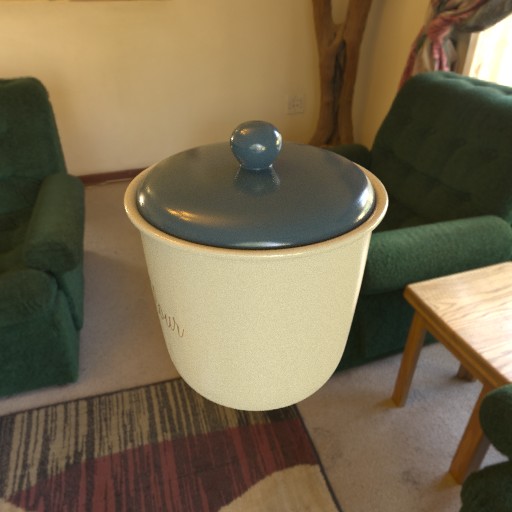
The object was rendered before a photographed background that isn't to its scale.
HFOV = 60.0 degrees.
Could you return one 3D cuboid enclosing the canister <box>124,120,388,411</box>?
[{"bbox_3d":[0.000,0.000,0.345,0.182,0.208,0.182,0,33,0],"label":"canister"}]
